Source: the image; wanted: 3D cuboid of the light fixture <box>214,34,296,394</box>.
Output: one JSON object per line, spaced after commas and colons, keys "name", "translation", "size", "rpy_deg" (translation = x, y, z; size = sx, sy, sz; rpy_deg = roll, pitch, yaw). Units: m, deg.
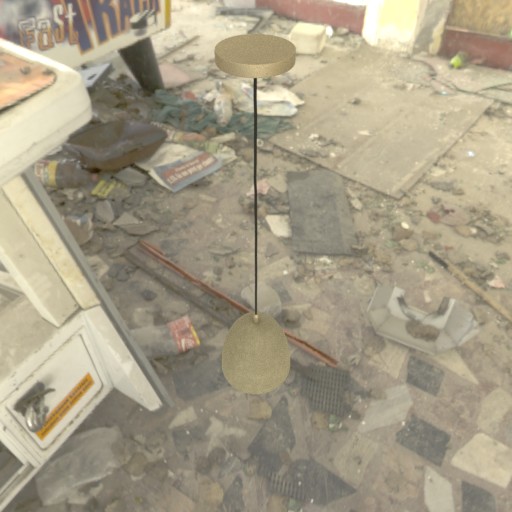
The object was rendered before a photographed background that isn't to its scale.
{"name": "light fixture", "translation": [0.000, 0.000, 0.840], "size": [0.170, 0.759, 0.170], "rpy_deg": [-24, 50, -22]}
